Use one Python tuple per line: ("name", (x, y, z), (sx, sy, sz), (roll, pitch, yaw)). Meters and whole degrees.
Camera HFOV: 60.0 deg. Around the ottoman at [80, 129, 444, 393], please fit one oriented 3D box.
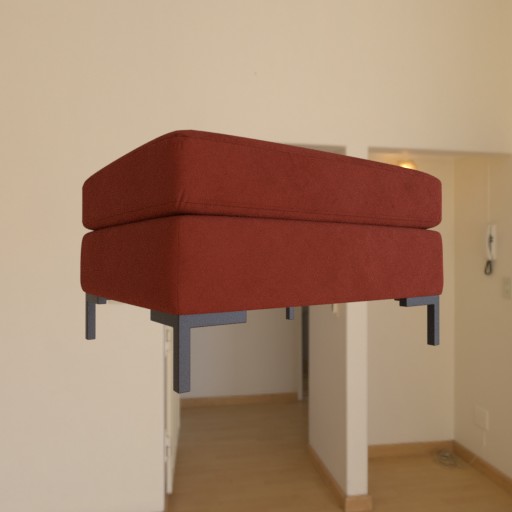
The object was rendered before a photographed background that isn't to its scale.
("ottoman", (0.000, 0.000, 1.193), (0.782, 0.462, 0.650), (0, 0, -35))
